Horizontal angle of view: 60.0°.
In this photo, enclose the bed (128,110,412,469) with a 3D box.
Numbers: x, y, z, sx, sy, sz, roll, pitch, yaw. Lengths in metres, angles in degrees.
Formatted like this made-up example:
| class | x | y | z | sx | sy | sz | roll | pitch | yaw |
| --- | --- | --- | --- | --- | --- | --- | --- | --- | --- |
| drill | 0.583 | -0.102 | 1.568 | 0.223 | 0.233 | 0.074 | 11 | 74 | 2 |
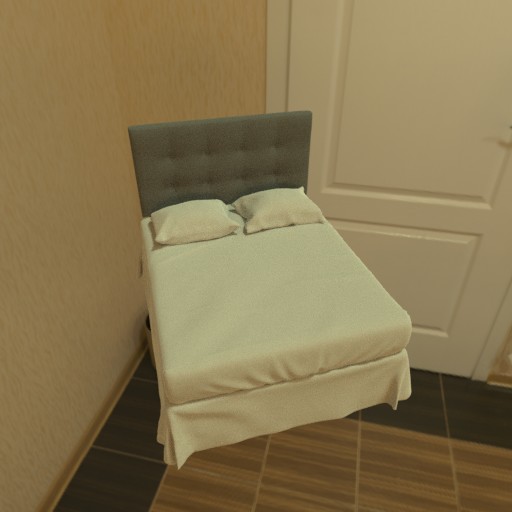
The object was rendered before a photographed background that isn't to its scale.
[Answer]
| class | x | y | z | sx | sy | sz | roll | pitch | yaw |
| --- | --- | --- | --- | --- | --- | --- | --- | --- | --- |
| bed | 0.000 | 0.000 | 3.481 | 1.936 | 1.577 | 2.222 | -9 | 36 | -13 |
